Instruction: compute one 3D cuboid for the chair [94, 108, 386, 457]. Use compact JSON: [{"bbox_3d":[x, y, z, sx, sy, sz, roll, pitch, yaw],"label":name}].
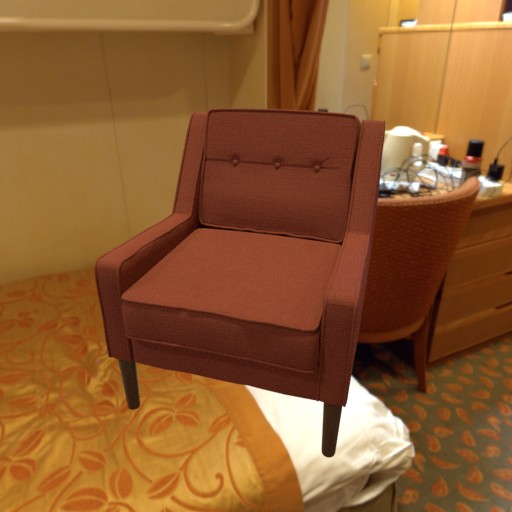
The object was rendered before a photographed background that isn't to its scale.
[{"bbox_3d":[0.000,0.000,1.379,0.680,0.812,0.770,7,27,15],"label":"chair"}]
